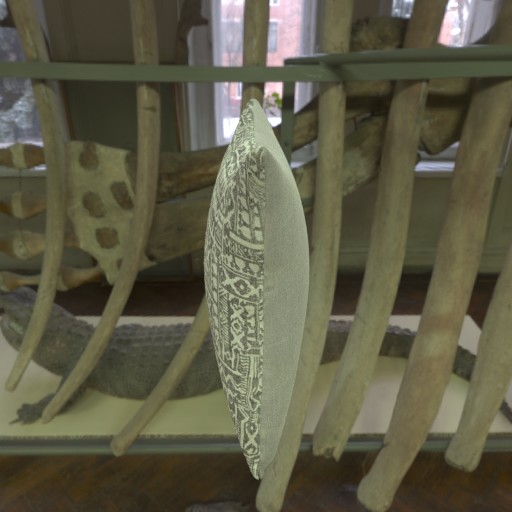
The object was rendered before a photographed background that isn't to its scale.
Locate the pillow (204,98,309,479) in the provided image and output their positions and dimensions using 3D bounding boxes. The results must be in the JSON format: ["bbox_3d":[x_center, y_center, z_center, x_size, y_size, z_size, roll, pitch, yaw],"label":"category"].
[{"bbox_3d":[0.000,0.000,0.792,0.180,0.487,0.546,-1,25,-1],"label":"pillow"}]
